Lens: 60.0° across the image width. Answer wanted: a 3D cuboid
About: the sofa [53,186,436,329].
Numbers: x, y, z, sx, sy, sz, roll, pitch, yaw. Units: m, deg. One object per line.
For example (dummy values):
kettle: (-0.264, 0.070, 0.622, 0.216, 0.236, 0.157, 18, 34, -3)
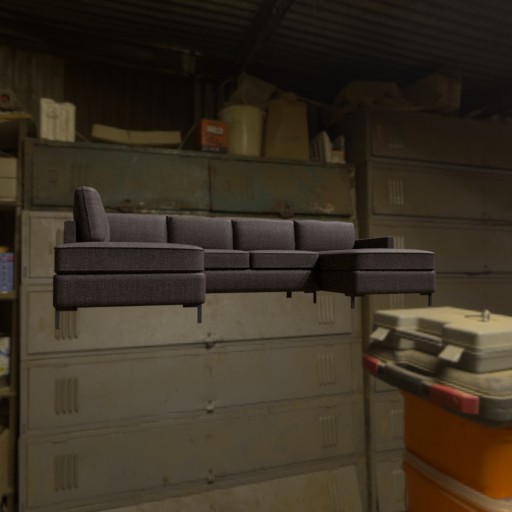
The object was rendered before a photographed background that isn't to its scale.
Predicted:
sofa: (0.000, 0.000, 4.335, 3.423, 0.999, 2.048, 0, -1, -18)
